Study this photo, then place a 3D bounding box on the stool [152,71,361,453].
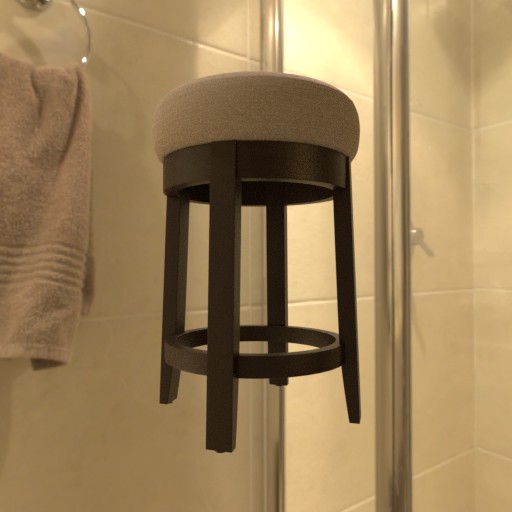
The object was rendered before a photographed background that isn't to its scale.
[{"bbox_3d":[0.000,0.000,0.965,0.443,0.672,0.443,0,-1,0],"label":"stool"}]
